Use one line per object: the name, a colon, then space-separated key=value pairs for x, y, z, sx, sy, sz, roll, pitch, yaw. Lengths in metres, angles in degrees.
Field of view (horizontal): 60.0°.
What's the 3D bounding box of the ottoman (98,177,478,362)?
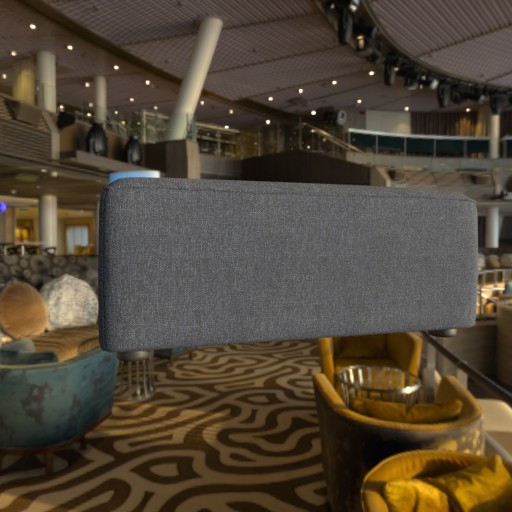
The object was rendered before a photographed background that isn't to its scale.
ottoman: x=0.000 y=0.000 z=1.531 sx=1.000 sy=0.439 sz=1.000 roll=0 pitch=2 yaw=-17
